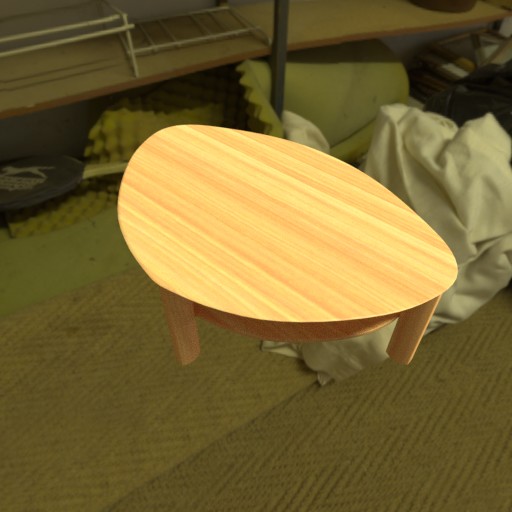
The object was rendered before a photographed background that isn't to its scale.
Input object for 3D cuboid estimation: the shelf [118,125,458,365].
[{"bbox_3d":[0.000,0.000,1.608,1.246,0.440,0.845,32,53,27],"label":"shelf"}]
